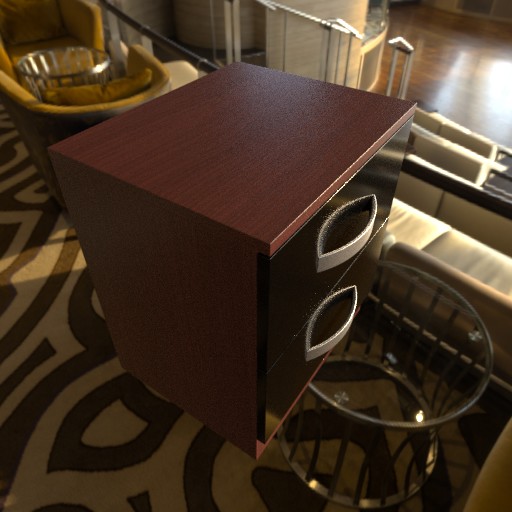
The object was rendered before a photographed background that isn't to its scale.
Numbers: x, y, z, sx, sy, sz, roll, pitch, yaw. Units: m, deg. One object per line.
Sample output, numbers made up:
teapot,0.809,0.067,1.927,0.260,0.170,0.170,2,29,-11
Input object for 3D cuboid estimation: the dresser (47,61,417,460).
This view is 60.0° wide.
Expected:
dresser,0.000,0.000,0.756,0.360,0.470,0.400,24,47,25
